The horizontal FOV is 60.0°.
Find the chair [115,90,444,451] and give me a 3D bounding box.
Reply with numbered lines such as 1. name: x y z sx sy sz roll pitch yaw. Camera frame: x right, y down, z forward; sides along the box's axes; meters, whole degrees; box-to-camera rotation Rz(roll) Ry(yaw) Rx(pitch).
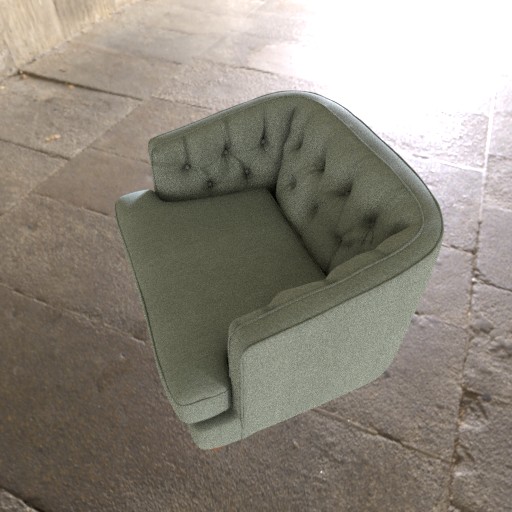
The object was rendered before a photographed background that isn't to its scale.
1. chair: 0.000 0.000 1.728 0.945 0.852 1.094 -17 49 -15
